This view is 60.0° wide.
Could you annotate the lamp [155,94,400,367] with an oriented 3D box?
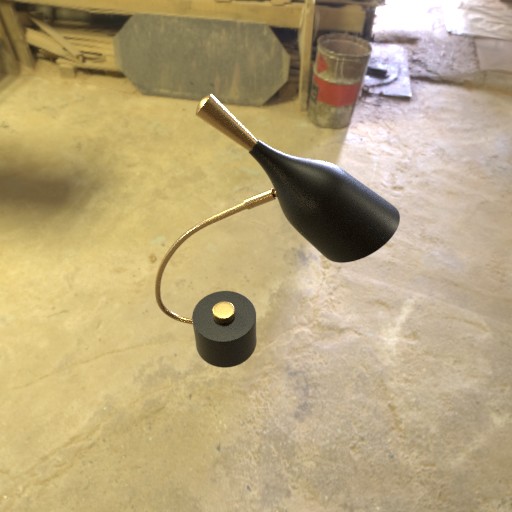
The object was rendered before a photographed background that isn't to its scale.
[{"bbox_3d":[0.000,0.000,0.631,0.352,0.464,0.110,10,46,9],"label":"lamp"}]
